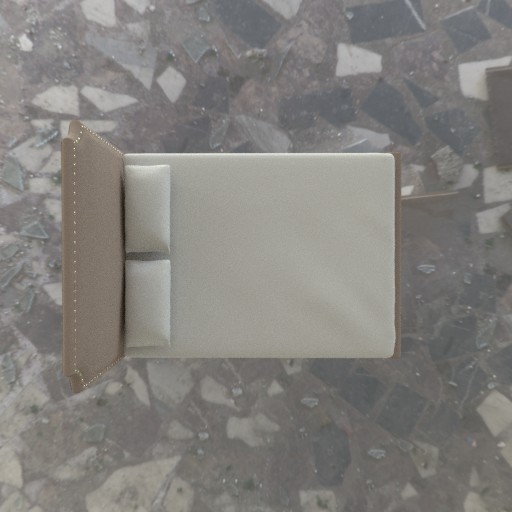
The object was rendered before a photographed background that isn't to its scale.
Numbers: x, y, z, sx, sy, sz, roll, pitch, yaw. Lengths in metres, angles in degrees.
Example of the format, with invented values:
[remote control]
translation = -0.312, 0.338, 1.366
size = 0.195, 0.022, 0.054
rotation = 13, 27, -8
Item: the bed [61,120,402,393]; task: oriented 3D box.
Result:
[bed]
translation = 0.000, 0.000, 3.353
size = 2.372, 1.443, 1.713
rotation = 0, 91, 0
